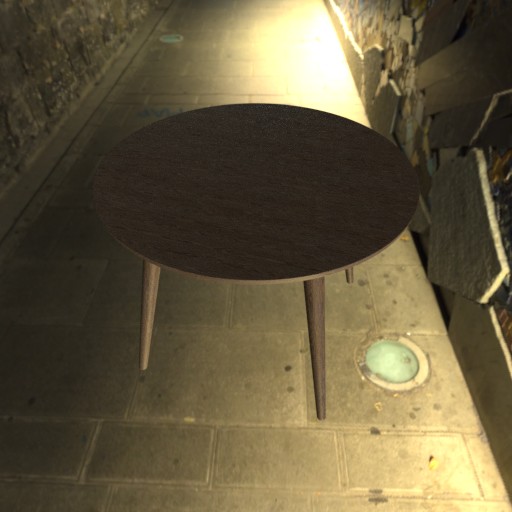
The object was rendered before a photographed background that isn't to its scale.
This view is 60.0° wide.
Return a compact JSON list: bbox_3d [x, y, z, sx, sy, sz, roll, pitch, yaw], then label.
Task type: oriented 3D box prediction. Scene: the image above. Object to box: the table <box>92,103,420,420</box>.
[{"bbox_3d":[0.000,0.000,1.739,1.053,0.786,1.053,0,42,0],"label":"table"}]
